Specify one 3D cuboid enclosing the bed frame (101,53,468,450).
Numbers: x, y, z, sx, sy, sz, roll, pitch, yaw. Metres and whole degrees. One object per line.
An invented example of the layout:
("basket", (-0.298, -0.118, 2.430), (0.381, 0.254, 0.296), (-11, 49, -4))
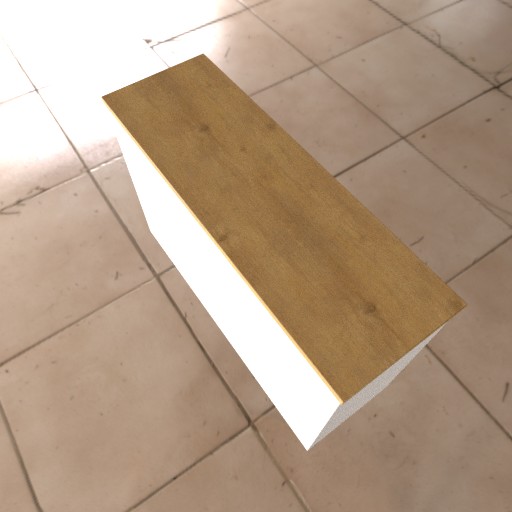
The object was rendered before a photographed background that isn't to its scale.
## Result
("bed frame", (0.000, 0.000, 1.727), (0.430, 0.850, 1.300), (-31, 64, -17))
